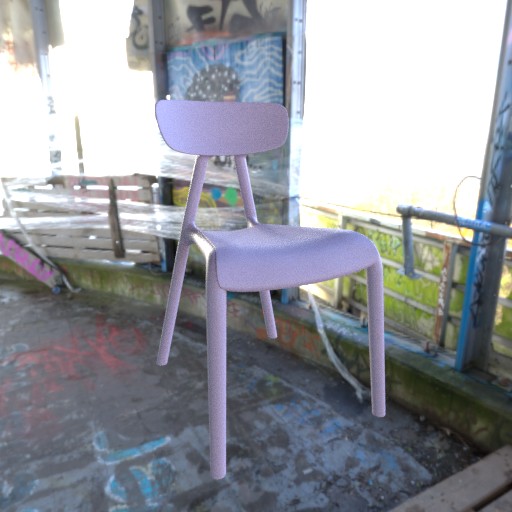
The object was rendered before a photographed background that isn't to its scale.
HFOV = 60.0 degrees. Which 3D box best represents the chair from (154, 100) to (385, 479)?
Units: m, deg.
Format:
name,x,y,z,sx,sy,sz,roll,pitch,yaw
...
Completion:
name,x,y,z,sx,sy,sz,roll,pitch,yaw
chair,0.000,0.000,0.854,0.356,0.580,0.401,-8,18,-27
